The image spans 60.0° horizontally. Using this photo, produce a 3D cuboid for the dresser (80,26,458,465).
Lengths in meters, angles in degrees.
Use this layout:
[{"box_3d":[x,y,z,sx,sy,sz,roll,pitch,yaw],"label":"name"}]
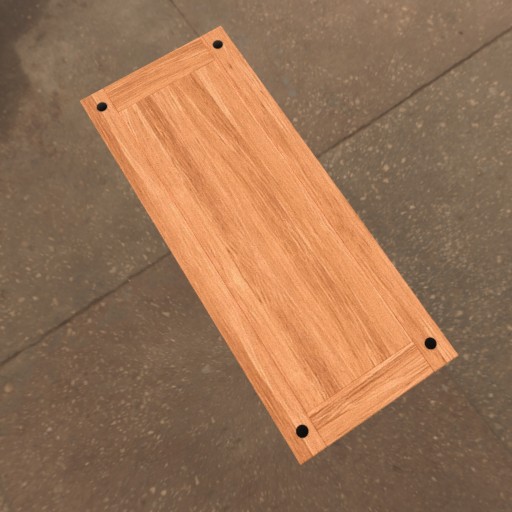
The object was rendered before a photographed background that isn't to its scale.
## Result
[{"box_3d":[0.000,0.000,1.384,0.410,0.740,0.990,-32,79,-7],"label":"dresser"}]
